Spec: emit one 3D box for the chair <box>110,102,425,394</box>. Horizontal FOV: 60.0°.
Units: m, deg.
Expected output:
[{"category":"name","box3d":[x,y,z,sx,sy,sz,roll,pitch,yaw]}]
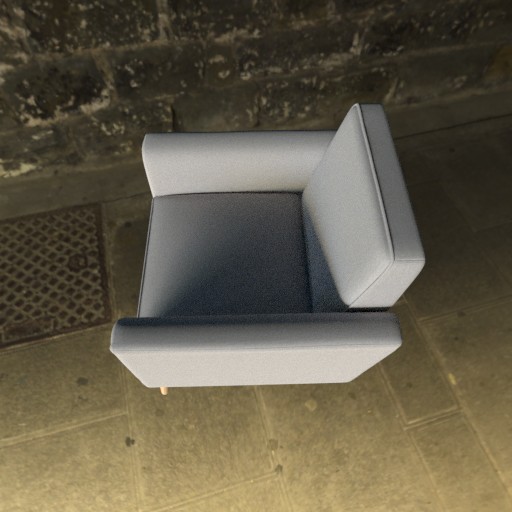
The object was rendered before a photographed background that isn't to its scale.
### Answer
[{"category":"chair","box3d":[0.000,0.000,1.440,0.750,0.780,0.780,-1,57,-1]}]
